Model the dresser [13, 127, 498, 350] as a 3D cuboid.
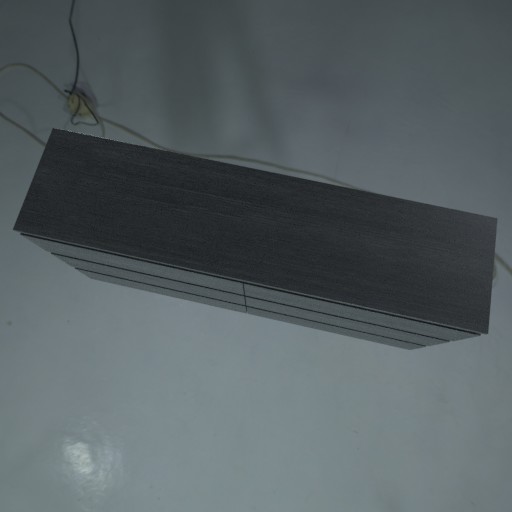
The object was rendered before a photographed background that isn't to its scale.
[{"bbox_3d":[0.000,0.000,1.880,1.590,0.795,0.400,12,75,3],"label":"dresser"}]
